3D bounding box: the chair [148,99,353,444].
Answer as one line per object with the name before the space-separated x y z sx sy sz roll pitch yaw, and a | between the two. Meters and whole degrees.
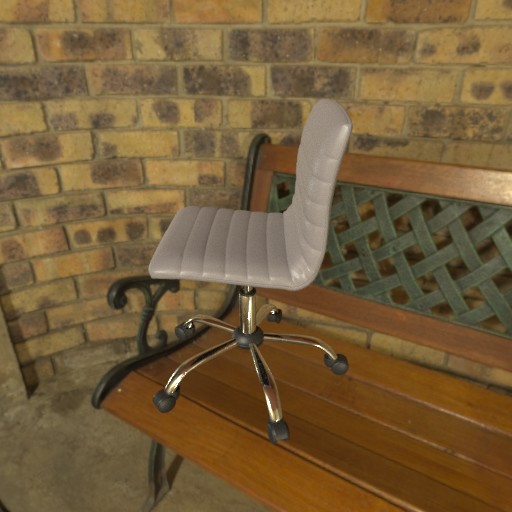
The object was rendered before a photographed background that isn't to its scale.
chair | 0.000 0.000 1.153 0.542 0.750 0.569 1 26 1
